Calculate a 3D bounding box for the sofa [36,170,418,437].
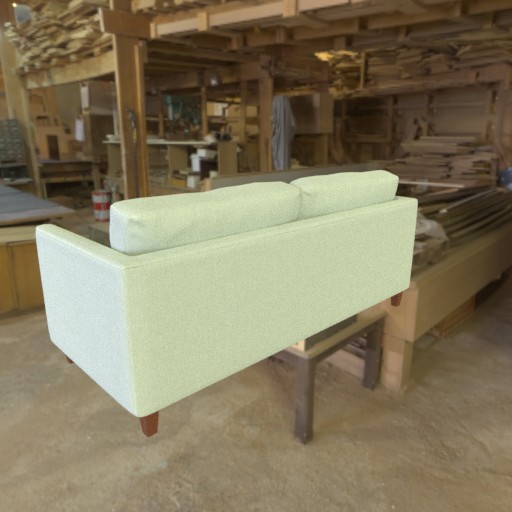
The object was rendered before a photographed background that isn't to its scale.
[{"bbox_3d":[0.000,0.000,2.678,2.208,0.965,0.951,-15,22,-41],"label":"sofa"}]
